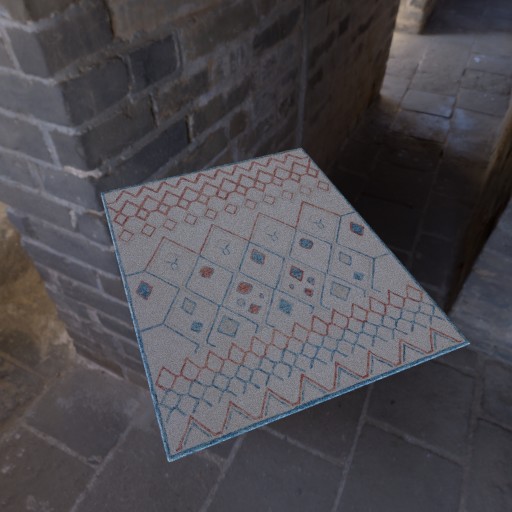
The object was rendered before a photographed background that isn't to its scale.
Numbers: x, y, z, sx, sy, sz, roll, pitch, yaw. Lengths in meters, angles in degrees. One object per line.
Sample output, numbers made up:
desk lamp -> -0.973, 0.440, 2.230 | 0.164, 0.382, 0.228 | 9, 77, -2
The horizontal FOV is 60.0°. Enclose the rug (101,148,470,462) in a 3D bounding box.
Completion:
rug -> 0.000, 0.000, 4.180 | 2.441, 0.016, 3.050 | -16, 48, -15
